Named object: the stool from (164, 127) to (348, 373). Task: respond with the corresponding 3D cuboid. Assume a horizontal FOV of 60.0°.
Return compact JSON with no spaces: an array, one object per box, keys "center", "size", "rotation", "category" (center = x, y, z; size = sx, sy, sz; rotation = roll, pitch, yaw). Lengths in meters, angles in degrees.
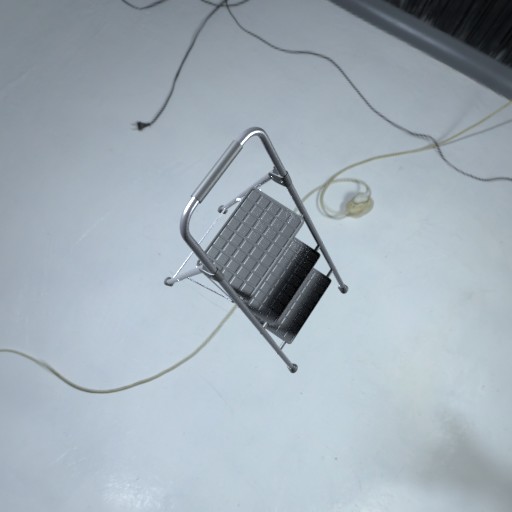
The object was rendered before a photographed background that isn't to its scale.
[{"center":[0.000,0.000,1.519],"size":[0.733,1.121,0.473],"rotation":[34,78,8],"category":"stool"}]
